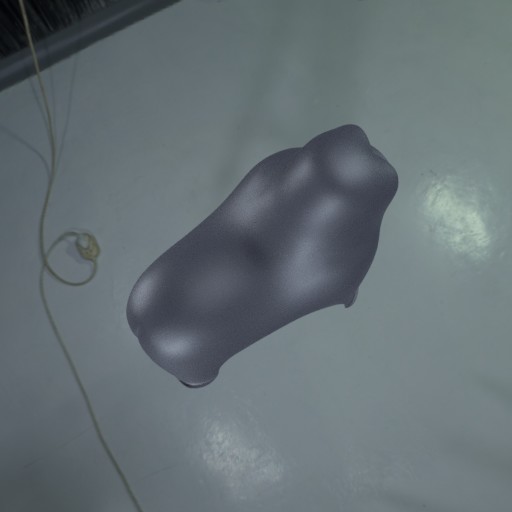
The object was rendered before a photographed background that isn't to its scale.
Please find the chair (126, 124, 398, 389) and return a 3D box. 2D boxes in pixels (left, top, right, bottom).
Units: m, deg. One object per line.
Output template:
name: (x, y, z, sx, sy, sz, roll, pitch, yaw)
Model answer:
chair: (0.000, 0.000, 1.144, 0.758, 0.600, 0.490, -33, 78, -8)
